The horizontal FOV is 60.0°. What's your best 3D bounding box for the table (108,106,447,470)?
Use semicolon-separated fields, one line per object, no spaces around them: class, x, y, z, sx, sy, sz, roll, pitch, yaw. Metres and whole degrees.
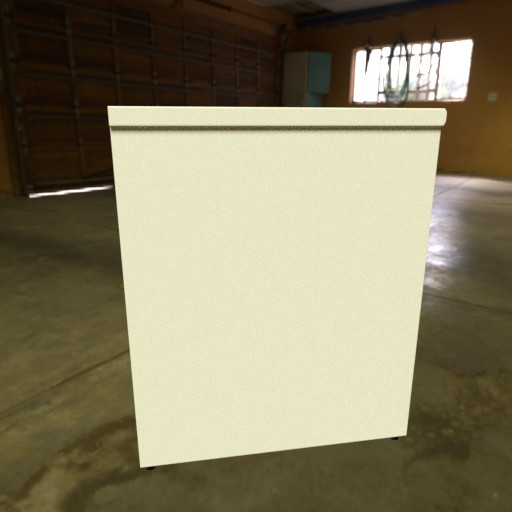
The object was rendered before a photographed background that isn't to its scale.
table;0.000;0.000;0.748;0.380;0.460;0.420;-3;17;-9
